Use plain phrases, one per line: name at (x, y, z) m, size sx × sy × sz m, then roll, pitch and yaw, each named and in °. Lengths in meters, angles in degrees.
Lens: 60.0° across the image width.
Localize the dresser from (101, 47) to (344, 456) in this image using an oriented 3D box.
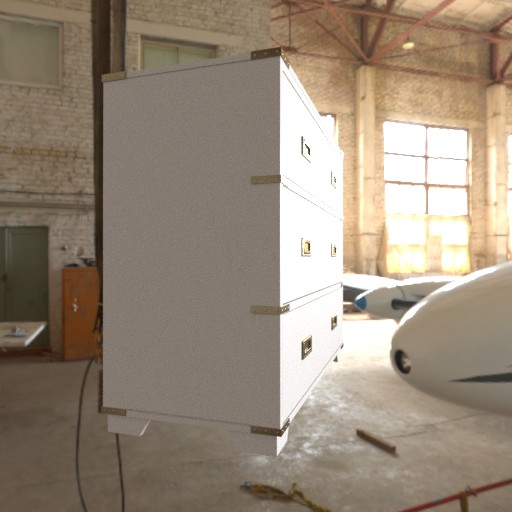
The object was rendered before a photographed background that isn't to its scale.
dresser at (0.000, 0.000, 1.503) m, size 0.460 × 0.891 × 1.022 m, roll 0°, pitch 0°, yaw 19°
